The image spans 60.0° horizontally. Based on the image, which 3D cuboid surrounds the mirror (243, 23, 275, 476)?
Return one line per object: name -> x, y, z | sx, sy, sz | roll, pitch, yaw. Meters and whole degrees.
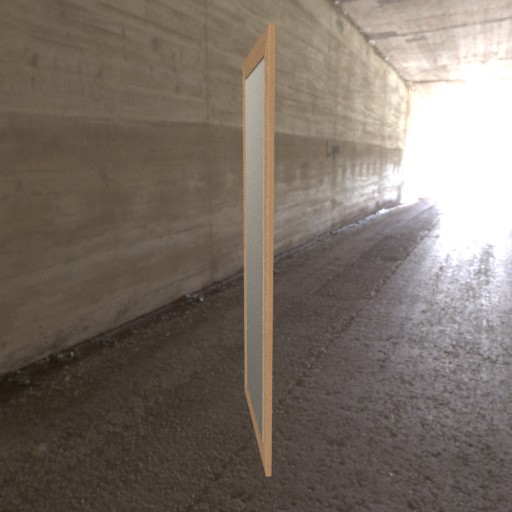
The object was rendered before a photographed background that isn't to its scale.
mirror -> 0.000, 0.000, 2.333 | 0.026, 2.031, 0.812 | -2, 13, -9
